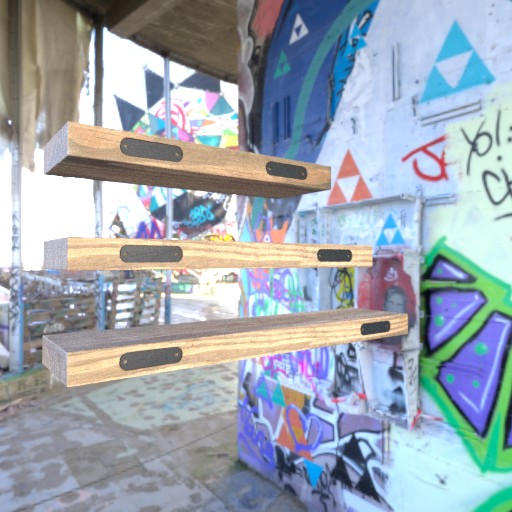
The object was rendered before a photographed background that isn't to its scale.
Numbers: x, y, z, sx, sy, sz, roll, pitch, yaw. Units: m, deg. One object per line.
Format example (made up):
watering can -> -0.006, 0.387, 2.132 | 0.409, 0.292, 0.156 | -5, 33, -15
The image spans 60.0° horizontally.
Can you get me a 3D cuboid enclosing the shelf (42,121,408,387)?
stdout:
shelf -> 0.000, 0.000, 0.720 | 0.610, 0.293, 0.140 | 0, -1, -36
